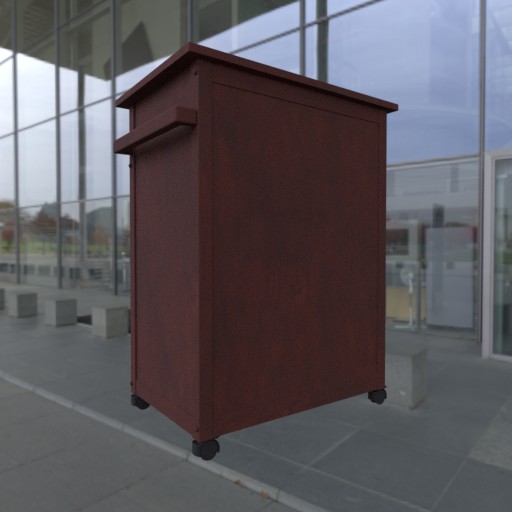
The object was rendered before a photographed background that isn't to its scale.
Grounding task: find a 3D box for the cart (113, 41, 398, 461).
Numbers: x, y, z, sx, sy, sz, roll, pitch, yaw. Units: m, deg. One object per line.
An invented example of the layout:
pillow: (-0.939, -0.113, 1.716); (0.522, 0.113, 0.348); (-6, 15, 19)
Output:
cart: (0.000, 0.000, 1.252); (0.683, 0.864, 0.442); (-1, 2, -36)
